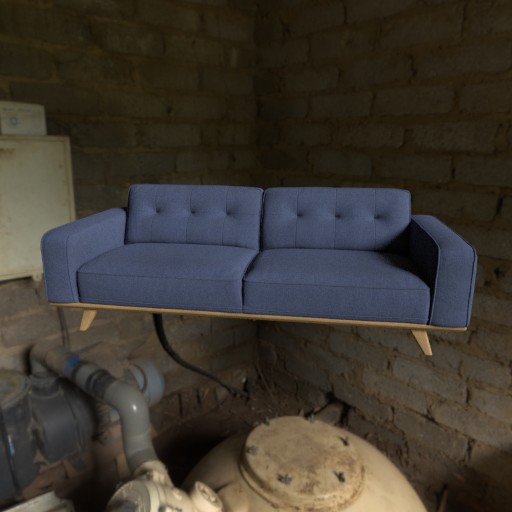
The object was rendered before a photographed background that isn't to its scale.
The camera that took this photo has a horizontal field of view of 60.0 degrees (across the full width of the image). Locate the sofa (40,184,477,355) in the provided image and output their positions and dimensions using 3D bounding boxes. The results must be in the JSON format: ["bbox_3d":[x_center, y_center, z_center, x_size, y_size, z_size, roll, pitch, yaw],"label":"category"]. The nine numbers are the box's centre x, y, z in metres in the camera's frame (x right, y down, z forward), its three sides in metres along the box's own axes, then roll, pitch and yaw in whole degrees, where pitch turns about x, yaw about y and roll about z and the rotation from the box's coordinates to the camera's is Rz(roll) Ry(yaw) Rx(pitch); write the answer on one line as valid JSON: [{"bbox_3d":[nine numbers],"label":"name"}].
[{"bbox_3d":[0.000,0.000,2.716,2.270,0.782,0.953,2,15,9],"label":"sofa"}]
